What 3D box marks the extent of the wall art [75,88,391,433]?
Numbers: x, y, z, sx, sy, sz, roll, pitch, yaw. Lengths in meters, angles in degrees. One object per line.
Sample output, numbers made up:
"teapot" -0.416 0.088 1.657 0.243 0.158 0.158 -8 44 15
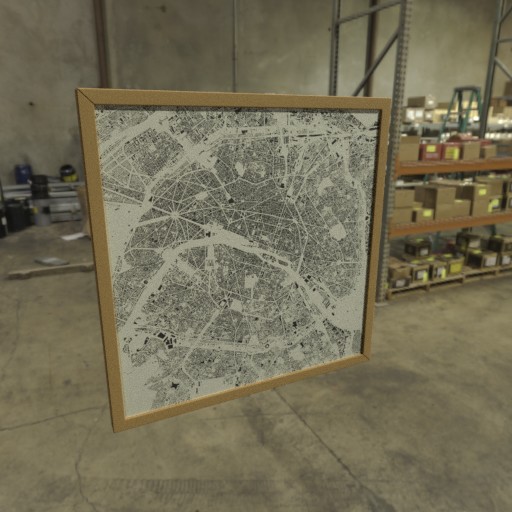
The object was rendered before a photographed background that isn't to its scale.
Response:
"wall art" 0.000 0.000 1.108 0.761 0.761 0.037 -8 18 -25
